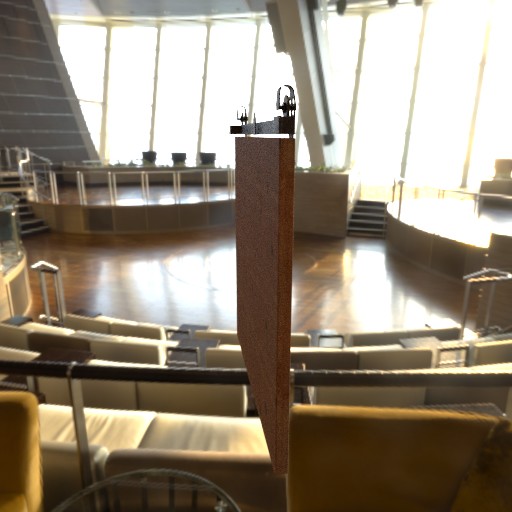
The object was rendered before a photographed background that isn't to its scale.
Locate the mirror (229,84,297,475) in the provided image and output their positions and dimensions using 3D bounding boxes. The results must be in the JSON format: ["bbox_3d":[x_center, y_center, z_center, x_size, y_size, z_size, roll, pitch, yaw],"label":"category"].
[{"bbox_3d":[0.000,0.000,1.188,0.054,0.800,0.805,-2,15,-9],"label":"mirror"}]
